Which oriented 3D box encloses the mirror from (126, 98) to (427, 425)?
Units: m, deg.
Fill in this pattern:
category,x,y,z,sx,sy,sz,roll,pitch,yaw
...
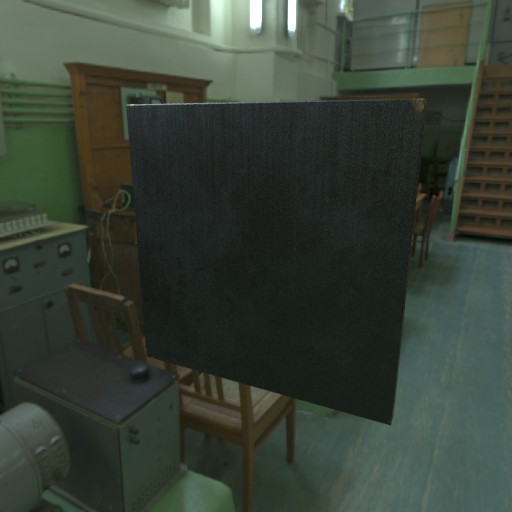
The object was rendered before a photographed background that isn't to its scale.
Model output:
category,x,y,z,sx,sy,sz,roll,pitch,yaw
mirror,0.000,0.000,0.581,0.382,0.381,0.020,8,19,25
